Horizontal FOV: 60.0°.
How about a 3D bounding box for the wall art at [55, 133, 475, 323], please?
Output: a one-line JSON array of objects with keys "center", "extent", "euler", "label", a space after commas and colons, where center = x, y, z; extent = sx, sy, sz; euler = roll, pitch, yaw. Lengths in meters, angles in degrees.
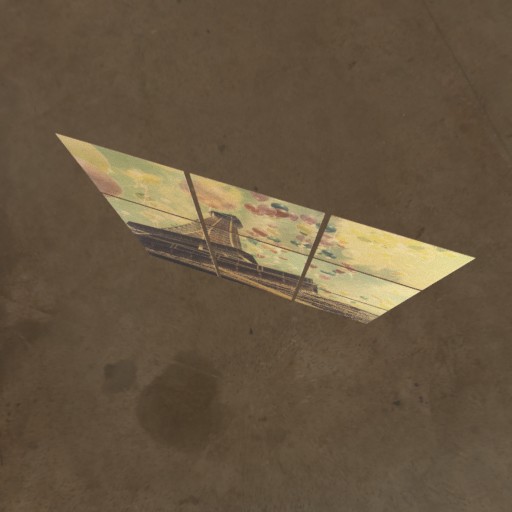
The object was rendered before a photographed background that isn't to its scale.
[{"center": [0.000, 0.000, 2.245], "extent": [1.517, 1.505, 0.002], "euler": [17, 74, 5], "label": "wall art"}]
